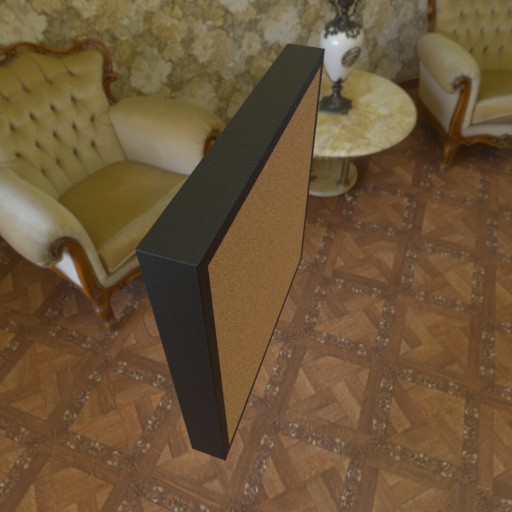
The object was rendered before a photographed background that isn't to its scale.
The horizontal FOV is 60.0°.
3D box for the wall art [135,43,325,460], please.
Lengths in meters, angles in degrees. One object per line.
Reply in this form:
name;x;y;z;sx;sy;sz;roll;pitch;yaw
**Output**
wall art;0.000;0.000;0.452;0.038;0.304;0.304;14;48;13
